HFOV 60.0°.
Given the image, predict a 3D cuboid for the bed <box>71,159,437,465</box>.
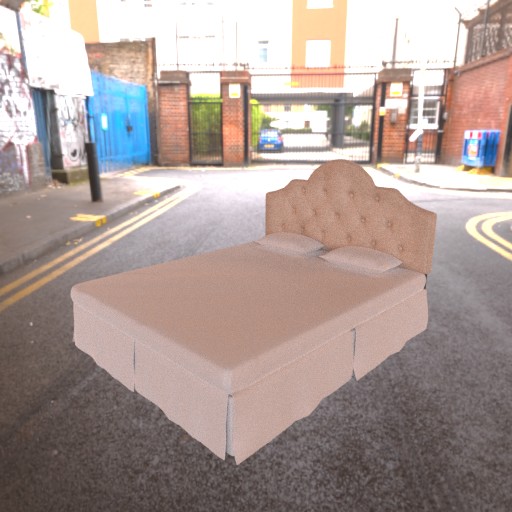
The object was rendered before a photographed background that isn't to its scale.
[{"bbox_3d":[0.000,0.000,2.971,1.667,1.194,1.970,15,21,43],"label":"bed"}]
